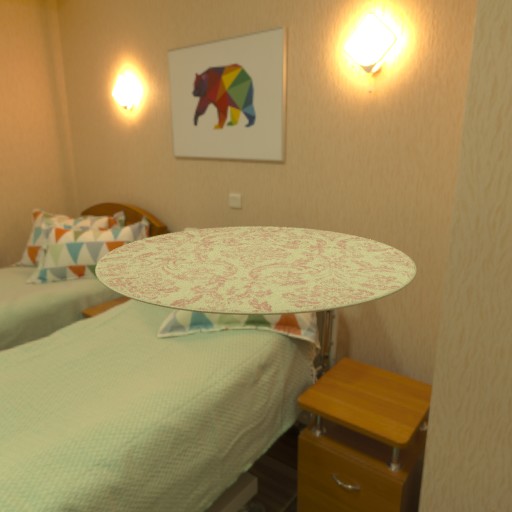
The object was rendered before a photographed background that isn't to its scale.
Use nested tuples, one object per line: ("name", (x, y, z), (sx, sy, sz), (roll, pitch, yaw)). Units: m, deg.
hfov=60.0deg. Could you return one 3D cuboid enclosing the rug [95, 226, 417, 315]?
("rug", (0.000, 0.000, 2.326), (1.593, 0.012, 1.593), (0, 15, 0))
